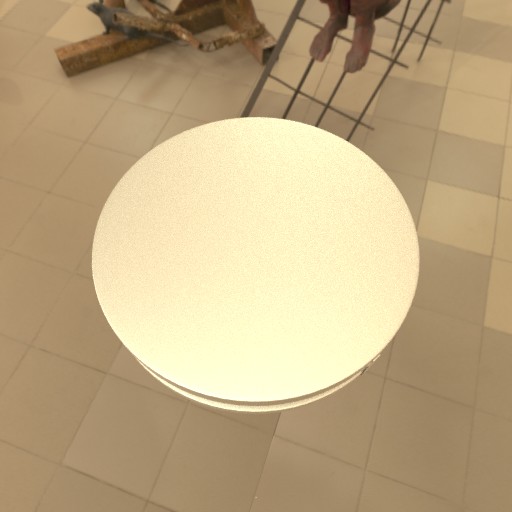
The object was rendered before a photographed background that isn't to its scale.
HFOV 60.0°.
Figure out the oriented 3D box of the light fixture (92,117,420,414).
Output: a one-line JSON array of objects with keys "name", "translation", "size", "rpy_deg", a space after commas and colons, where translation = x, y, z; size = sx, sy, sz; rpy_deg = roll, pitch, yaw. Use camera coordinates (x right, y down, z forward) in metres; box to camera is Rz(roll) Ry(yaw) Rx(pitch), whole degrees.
[{"name": "light fixture", "translation": [0.000, 0.000, 0.530], "size": [0.356, 0.102, 0.356], "rpy_deg": [0, 61, 0]}]
